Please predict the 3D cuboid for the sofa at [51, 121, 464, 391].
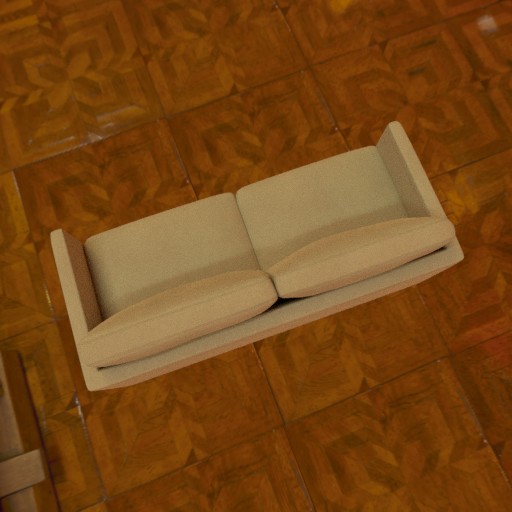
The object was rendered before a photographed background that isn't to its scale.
[{"bbox_3d":[0.000,0.000,2.725,2.181,0.932,0.948,-19,77,-5],"label":"sofa"}]
